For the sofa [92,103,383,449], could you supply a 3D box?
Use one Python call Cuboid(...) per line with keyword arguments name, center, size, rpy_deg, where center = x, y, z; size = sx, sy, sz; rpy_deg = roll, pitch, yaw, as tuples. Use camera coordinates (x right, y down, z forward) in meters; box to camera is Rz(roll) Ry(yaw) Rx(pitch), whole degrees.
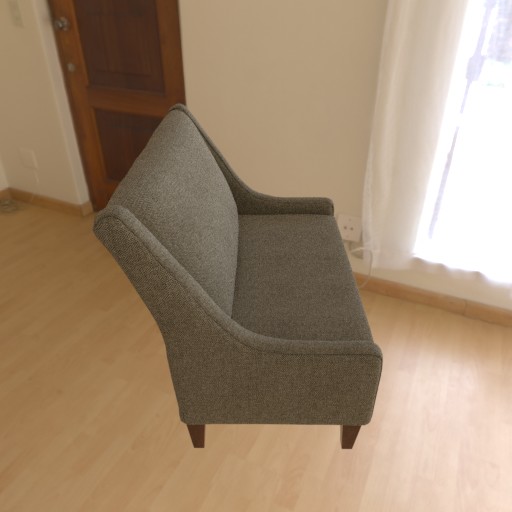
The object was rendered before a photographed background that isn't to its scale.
Cuboid(name="sofa", center=(0.000, 0.000, 1.932), size=(0.870, 1.021, 1.242), rpy_deg=(0, 32, 0))
